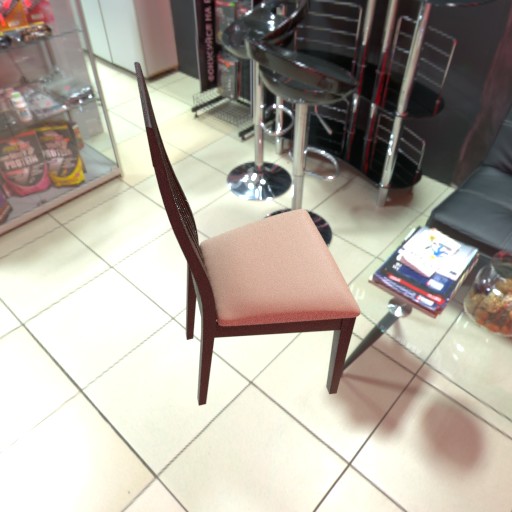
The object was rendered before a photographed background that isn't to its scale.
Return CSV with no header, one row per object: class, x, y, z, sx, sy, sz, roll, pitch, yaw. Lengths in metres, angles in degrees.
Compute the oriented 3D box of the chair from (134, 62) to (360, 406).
chair,0.000,0.000,1.264,0.474,1.027,0.460,-11,46,-10
